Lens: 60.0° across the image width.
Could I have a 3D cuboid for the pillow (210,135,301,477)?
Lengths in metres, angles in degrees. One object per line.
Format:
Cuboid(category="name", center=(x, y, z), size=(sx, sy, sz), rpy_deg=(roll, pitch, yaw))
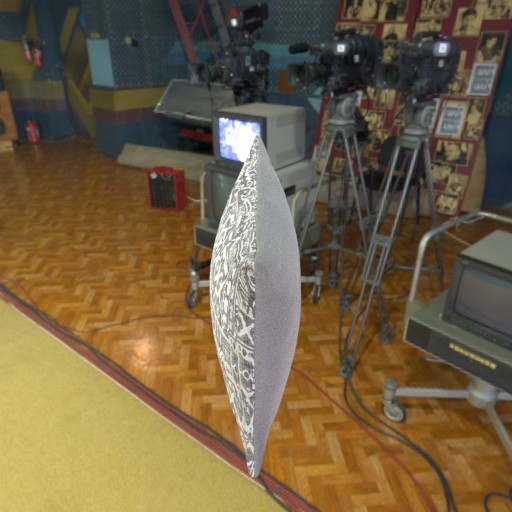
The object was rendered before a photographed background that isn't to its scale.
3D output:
Cuboid(category="pillow", center=(0.000, 0.000, 0.753), size=(0.148, 0.290, 0.631), rpy_deg=(0, 26, 0))
